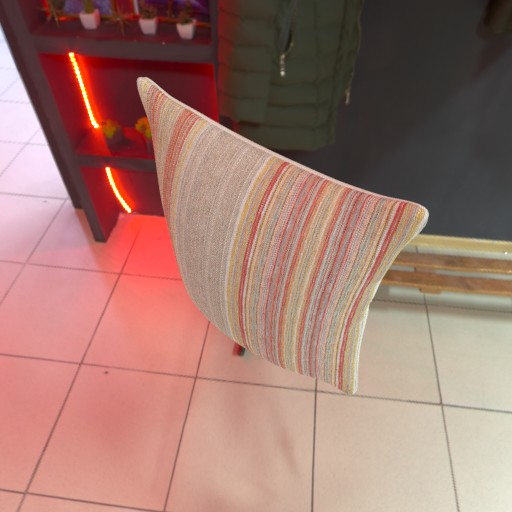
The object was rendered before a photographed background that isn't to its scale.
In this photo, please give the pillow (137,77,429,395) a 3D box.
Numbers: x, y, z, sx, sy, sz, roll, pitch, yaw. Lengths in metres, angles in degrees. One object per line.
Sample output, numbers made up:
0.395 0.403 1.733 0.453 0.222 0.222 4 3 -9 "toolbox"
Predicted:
0.000 0.000 0.706 0.451 0.449 0.191 32 55 25 "pillow"
